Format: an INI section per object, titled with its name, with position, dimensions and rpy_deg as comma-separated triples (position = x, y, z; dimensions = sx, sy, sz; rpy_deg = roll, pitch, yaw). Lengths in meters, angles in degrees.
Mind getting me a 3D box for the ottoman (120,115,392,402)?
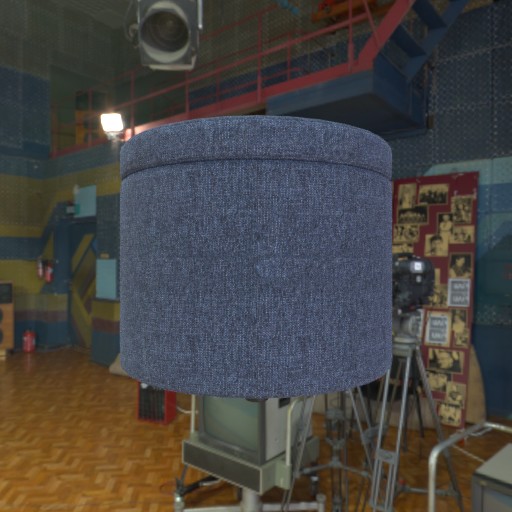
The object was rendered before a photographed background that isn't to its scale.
[ottoman]
position = 0.000, 0.000, 0.849
dimensions = 0.500, 0.419, 0.500
rpy_deg = 0, 0, 0
